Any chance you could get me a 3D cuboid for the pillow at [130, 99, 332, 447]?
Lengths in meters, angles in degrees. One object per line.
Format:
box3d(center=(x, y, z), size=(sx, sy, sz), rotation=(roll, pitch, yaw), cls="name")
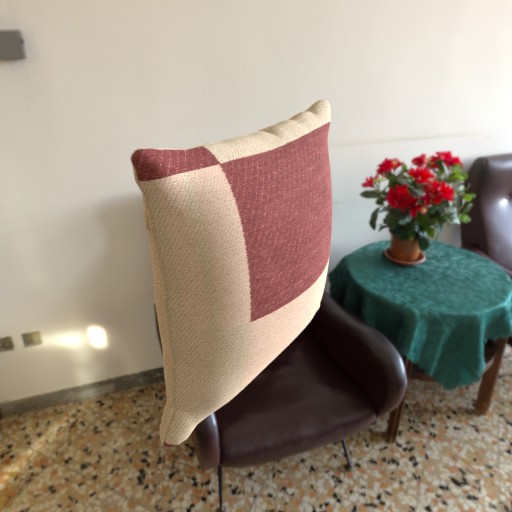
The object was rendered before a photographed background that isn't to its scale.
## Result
box3d(center=(0.000, 0.000, 0.825), size=(0.229, 0.506, 0.536), rotation=(17, 31, 31), cls="pillow")
